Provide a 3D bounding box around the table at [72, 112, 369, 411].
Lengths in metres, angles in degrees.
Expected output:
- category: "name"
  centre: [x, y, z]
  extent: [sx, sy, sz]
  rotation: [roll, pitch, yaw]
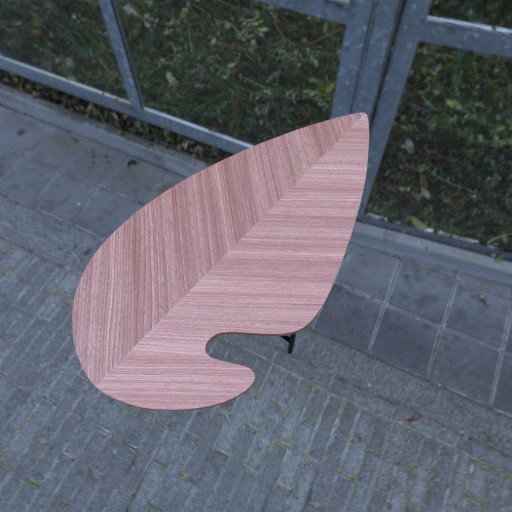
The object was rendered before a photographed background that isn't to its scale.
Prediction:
- category: "table"
  centre: [0.000, 0.000, 1.432]
  extent: [0.598, 0.360, 1.199]
  rotation: [34, 64, 19]
